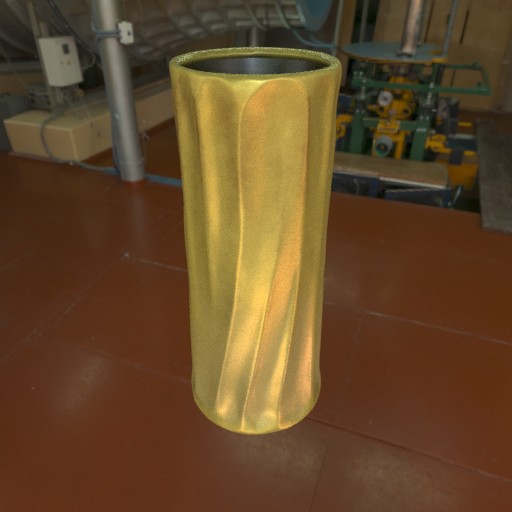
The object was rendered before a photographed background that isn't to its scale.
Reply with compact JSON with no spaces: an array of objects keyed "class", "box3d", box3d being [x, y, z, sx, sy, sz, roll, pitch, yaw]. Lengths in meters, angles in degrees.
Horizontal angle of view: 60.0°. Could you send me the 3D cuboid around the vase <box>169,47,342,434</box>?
[{"class":"vase","box3d":[0.000,0.000,0.174,0.061,0.143,0.061,0,33,0]}]
